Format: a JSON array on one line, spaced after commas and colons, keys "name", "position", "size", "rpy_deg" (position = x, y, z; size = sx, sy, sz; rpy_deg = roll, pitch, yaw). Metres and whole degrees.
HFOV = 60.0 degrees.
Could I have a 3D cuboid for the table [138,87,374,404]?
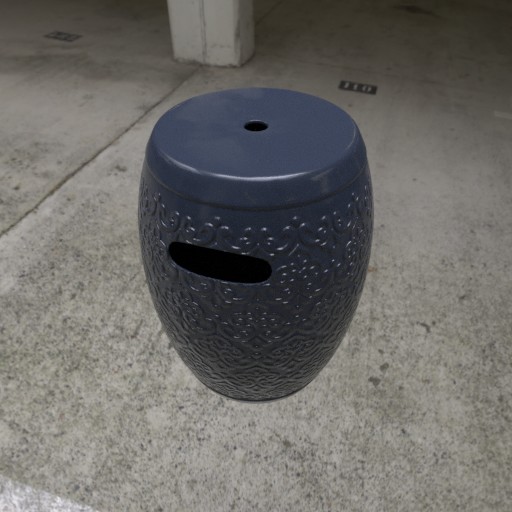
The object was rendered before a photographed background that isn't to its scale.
[{"name": "table", "position": [0.000, 0.000, 0.630], "size": [0.309, 0.397, 0.309], "rpy_deg": [0, 42, 0]}]
